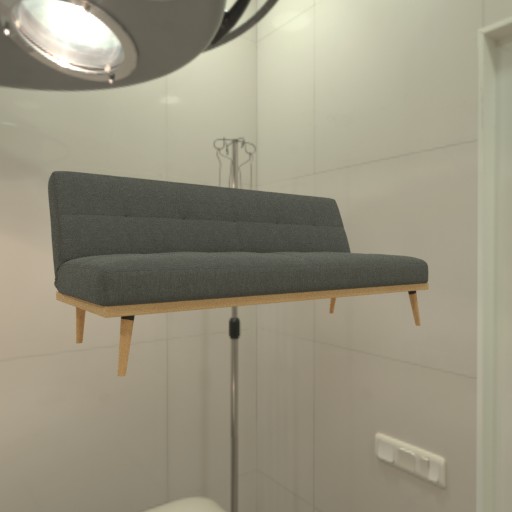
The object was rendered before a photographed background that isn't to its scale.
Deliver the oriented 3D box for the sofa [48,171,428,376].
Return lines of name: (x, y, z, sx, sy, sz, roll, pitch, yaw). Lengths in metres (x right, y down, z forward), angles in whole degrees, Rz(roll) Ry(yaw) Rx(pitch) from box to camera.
sofa: (0.000, 0.000, 2.243, 1.820, 0.770, 0.820, 0, 1, -37)
